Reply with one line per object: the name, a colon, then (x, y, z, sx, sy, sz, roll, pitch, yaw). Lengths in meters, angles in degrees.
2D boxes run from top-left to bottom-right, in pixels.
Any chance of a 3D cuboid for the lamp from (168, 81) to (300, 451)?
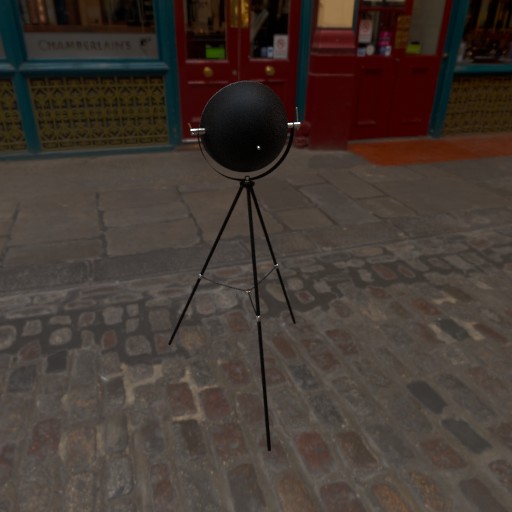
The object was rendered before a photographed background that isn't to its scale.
lamp: (0.000, 0.000, 2.069, 0.817, 1.512, 0.920, -9, 28, -16)
